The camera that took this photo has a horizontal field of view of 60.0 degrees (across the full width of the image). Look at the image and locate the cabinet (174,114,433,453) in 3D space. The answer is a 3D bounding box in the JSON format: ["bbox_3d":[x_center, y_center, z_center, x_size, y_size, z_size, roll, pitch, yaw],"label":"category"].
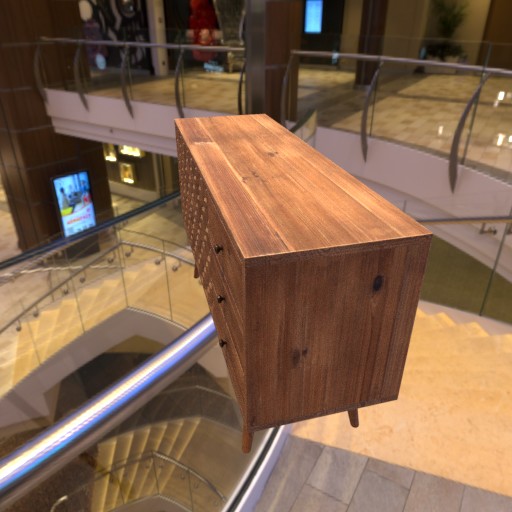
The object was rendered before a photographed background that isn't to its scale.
[{"bbox_3d":[0.000,0.000,1.754,0.472,0.800,1.400,-7,30,-13],"label":"cabinet"}]
